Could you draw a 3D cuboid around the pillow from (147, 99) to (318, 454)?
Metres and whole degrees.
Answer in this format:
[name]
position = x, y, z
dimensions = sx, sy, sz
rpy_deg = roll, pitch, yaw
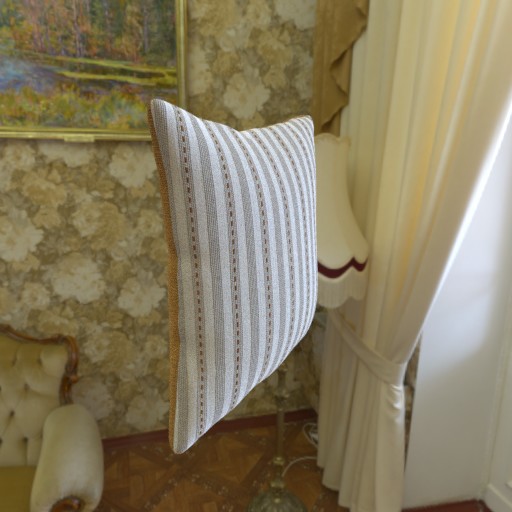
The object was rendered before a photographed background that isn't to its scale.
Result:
[pillow]
position = 0.000, 0.000, 0.685
dimensions = 0.147, 0.437, 0.432
rpy_deg = 7, 16, 26
